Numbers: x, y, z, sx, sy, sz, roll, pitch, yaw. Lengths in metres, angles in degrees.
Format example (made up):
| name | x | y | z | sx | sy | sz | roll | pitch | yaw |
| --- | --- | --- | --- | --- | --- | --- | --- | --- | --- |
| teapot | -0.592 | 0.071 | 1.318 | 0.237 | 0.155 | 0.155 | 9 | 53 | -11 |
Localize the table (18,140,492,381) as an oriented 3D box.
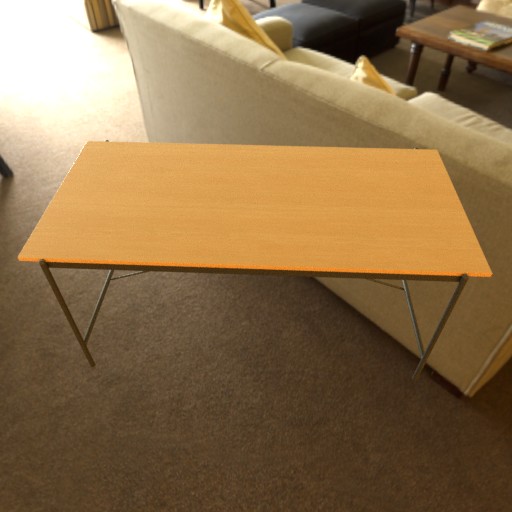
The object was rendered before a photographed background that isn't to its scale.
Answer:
| name | x | y | z | sx | sy | sz | roll | pitch | yaw |
| --- | --- | --- | --- | --- | --- | --- | --- | --- | --- |
| table | 0.000 | 0.000 | 2.246 | 1.800 | 0.758 | 0.900 | 2 | 45 | 2 |
